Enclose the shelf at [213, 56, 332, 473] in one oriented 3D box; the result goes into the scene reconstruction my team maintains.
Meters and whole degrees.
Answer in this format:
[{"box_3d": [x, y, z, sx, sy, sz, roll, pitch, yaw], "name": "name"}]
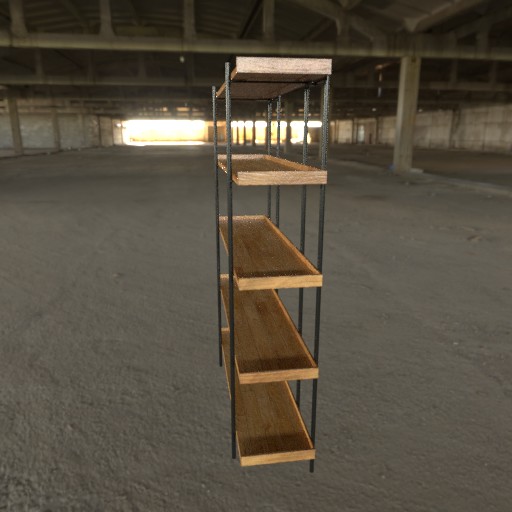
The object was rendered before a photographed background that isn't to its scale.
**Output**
[{"box_3d": [0.000, 0.000, 2.432, 0.379, 1.826, 1.371, -2, 16, -8], "name": "shelf"}]
